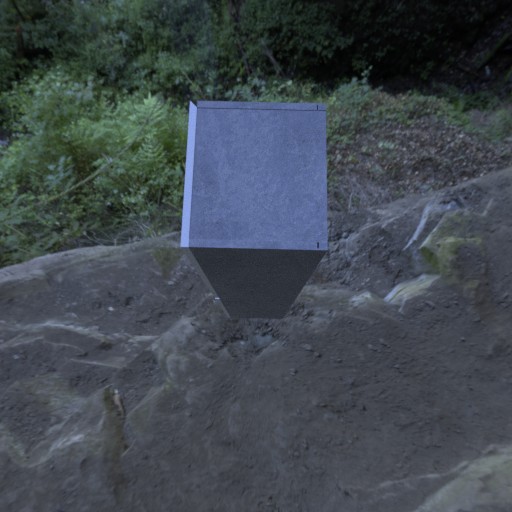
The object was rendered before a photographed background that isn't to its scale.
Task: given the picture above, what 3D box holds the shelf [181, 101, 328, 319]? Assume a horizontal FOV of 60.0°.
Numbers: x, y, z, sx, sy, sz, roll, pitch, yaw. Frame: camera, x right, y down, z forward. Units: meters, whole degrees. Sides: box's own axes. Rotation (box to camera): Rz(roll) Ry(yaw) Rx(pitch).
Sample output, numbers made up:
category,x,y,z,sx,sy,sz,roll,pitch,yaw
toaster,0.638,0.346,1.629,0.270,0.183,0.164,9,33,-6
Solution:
category,x,y,z,sx,sy,sz,roll,pitch,yaw
shelf,0.000,0.000,1.528,0.270,1.400,0.300,1,77,0
